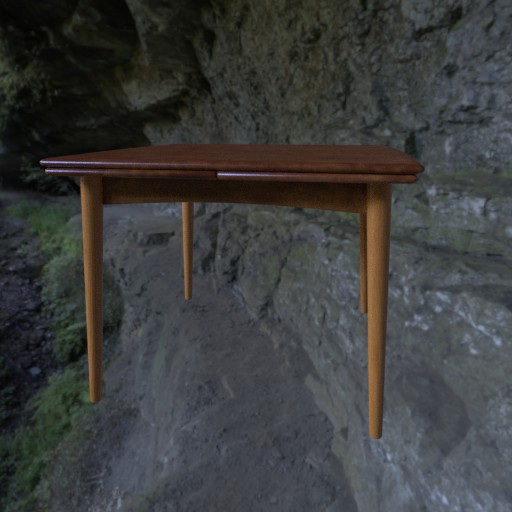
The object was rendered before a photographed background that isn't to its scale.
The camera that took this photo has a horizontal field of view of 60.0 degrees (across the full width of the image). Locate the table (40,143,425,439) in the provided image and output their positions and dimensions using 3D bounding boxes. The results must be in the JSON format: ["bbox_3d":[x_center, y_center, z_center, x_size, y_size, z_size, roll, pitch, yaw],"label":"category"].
[{"bbox_3d":[0.000,0.000,1.622,0.991,0.754,0.991,3,17,11],"label":"table"}]
